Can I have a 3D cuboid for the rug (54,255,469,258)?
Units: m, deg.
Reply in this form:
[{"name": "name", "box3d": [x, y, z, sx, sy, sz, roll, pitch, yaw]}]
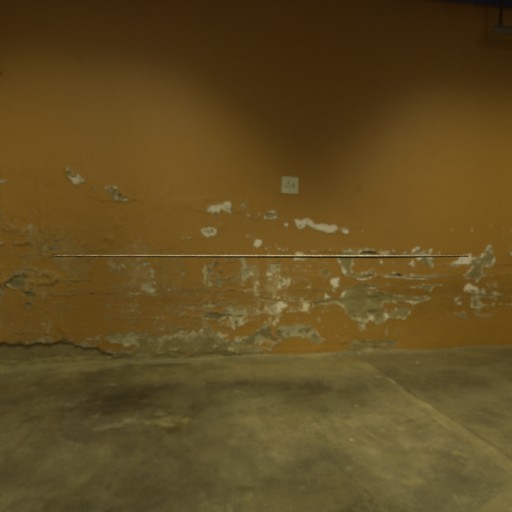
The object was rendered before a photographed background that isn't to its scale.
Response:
[{"name": "rug", "box3d": [0.000, 0.000, 2.344, 1.829, 0.008, 1.219, 0, 0, 37]}]
